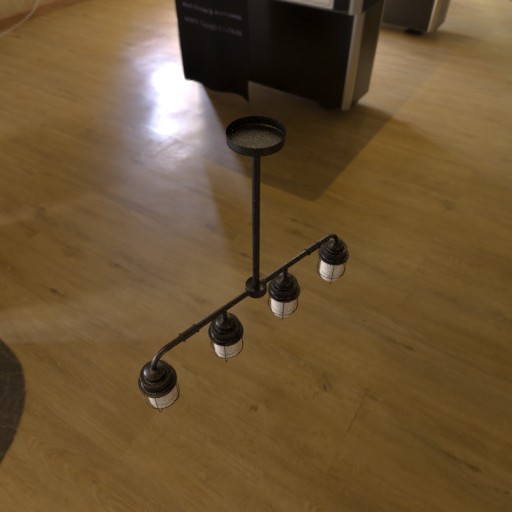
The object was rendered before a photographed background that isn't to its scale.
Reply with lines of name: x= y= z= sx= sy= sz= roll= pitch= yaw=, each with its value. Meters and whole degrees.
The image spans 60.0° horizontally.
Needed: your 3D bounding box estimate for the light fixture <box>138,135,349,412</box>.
light fixture: x=0.000 y=0.000 z=1.242 sx=0.852 sy=0.785 sz=0.131 roll=-33 pitch=55 yaw=-27
